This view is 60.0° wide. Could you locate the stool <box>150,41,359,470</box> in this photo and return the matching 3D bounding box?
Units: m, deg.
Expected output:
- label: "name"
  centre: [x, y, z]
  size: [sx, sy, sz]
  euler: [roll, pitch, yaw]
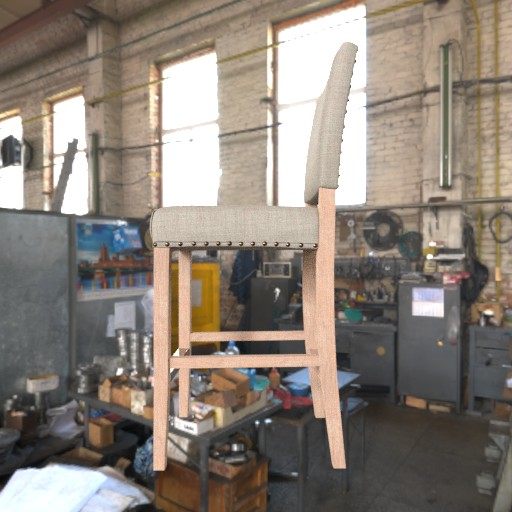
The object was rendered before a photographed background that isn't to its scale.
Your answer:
- label: "stool"
  centre: [0.000, 0.000, 1.424]
  size: [0.585, 1.173, 0.445]
  euler: [0, 0, 0]
